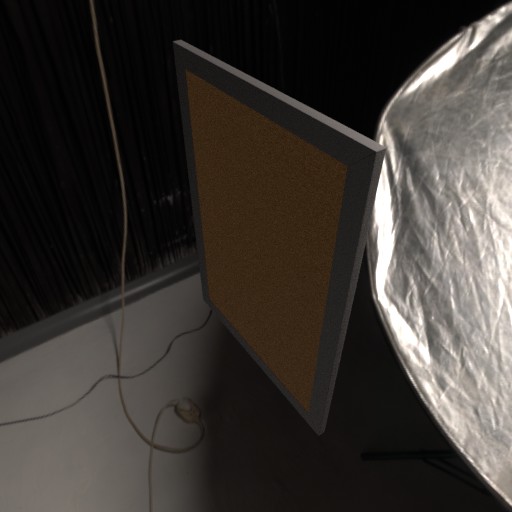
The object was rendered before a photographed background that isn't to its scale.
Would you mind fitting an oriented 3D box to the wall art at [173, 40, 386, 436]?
[{"bbox_3d":[0.000,0.000,0.685,0.013,0.534,0.380,-26,48,-26],"label":"wall art"}]
